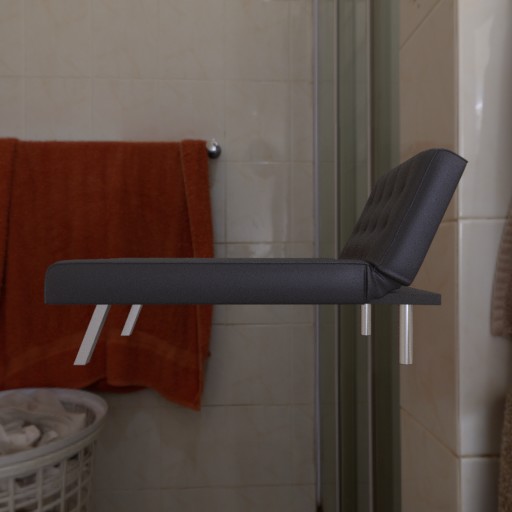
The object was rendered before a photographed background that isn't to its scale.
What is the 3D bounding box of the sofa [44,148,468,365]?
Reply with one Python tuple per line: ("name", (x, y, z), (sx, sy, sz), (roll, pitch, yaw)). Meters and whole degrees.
("sofa", (0.000, 0.000, 1.990), (1.560, 0.820, 0.760), (0, 0, 0))
